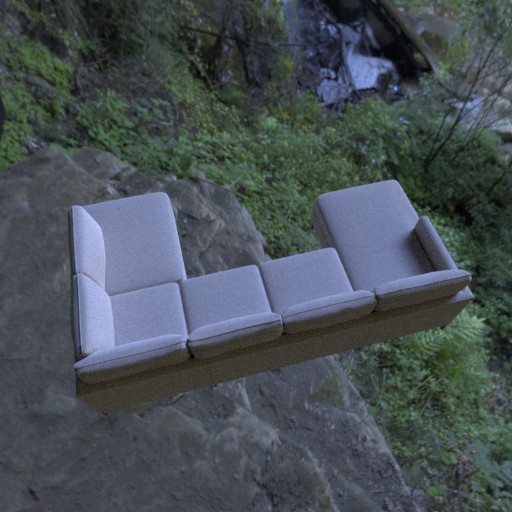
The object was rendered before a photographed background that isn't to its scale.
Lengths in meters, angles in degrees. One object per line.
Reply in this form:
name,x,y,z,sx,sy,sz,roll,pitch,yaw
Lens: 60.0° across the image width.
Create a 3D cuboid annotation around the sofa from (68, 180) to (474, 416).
sofa,0.000,0.000,4.285,3.423,0.996,2.021,-12,59,-8
